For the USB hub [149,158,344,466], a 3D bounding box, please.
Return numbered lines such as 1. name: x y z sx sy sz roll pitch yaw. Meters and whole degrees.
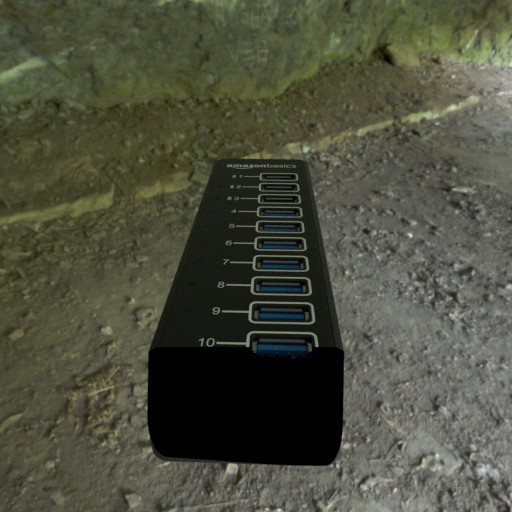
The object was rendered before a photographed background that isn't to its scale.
1. USB hub: 0.000 0.000 0.156 0.044 0.023 0.145 1 31 2
